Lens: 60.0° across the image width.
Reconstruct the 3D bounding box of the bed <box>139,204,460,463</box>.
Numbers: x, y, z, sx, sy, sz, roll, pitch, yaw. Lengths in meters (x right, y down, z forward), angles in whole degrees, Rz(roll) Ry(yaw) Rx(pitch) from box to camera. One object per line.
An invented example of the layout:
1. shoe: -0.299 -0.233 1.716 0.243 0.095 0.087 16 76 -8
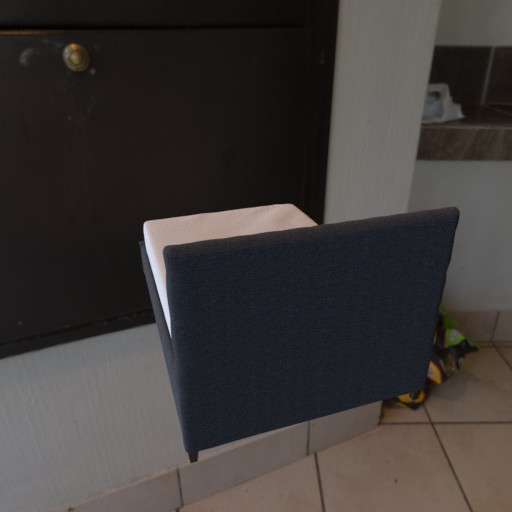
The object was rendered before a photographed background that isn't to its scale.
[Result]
1. bed: 0.000 0.000 3.573 1.698 1.427 2.387 -9 28 -17
